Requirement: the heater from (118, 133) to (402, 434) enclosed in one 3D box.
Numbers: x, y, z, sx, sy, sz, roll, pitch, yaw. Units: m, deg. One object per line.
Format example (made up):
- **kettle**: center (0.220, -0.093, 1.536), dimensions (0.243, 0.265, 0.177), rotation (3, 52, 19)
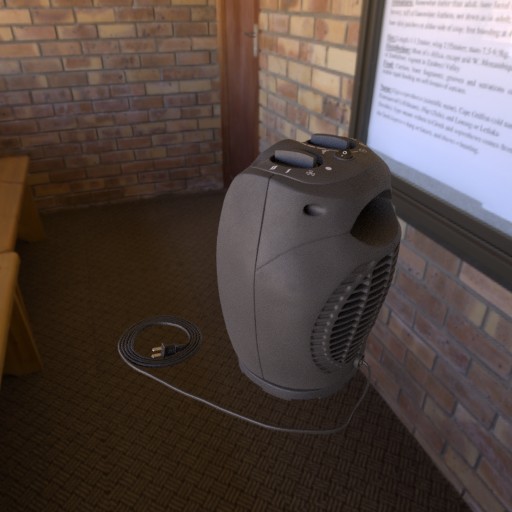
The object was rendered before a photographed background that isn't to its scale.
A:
- **heater**: center (0.000, 0.000, 0.482), dimensions (0.291, 0.255, 0.239), rotation (21, 36, 32)
